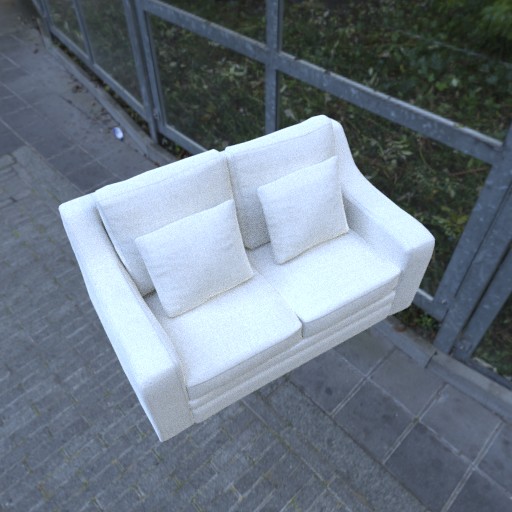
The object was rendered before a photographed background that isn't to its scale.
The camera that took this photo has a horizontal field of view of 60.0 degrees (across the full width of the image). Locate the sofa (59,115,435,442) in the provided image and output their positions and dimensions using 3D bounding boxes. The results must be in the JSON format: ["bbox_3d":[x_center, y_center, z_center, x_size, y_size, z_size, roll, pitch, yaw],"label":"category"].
[{"bbox_3d":[0.000,0.000,2.446,1.744,1.047,1.040,-23,51,-21],"label":"sofa"}]
